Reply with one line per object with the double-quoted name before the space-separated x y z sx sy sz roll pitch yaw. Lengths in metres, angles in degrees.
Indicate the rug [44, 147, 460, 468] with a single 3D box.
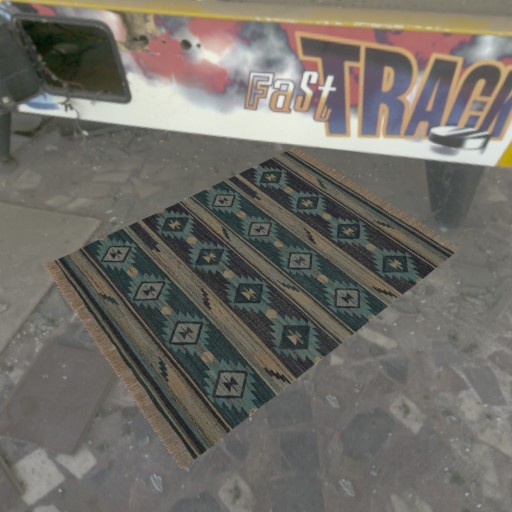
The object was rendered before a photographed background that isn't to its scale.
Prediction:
"rug" 0.000 0.000 4.304 3.307 0.047 2.418 -30 53 -27
